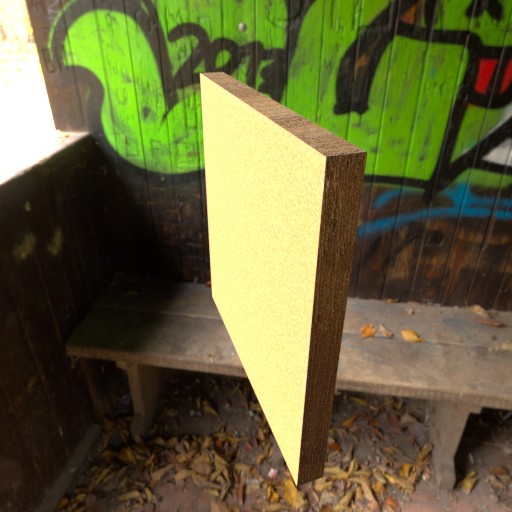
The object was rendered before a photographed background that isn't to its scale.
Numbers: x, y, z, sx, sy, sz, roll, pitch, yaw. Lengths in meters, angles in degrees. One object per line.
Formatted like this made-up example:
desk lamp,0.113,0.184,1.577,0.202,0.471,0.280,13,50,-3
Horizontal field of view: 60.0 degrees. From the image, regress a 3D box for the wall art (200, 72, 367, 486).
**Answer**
wall art,0.000,0.000,0.594,0.039,0.403,0.406,-10,32,-17
